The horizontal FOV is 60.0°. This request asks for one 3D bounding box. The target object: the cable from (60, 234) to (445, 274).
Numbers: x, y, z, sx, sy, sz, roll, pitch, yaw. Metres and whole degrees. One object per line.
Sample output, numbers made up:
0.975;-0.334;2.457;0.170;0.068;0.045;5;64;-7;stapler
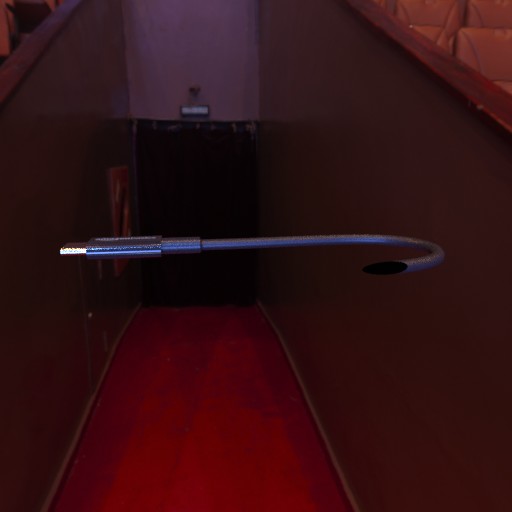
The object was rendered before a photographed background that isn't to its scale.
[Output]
0.000;0.000;0.111;0.098;0.005;0.041;-2;14;-8;cable
